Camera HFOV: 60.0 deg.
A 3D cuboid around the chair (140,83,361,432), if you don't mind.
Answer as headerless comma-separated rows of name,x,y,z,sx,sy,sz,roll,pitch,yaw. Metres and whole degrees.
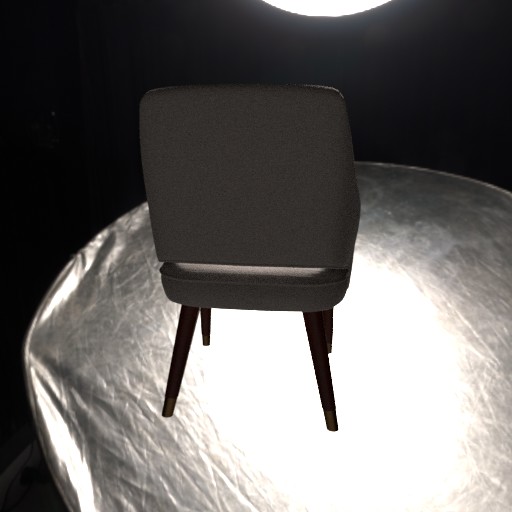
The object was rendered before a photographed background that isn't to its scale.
chair,0.000,0.000,1.304,0.609,0.889,0.600,2,15,8
